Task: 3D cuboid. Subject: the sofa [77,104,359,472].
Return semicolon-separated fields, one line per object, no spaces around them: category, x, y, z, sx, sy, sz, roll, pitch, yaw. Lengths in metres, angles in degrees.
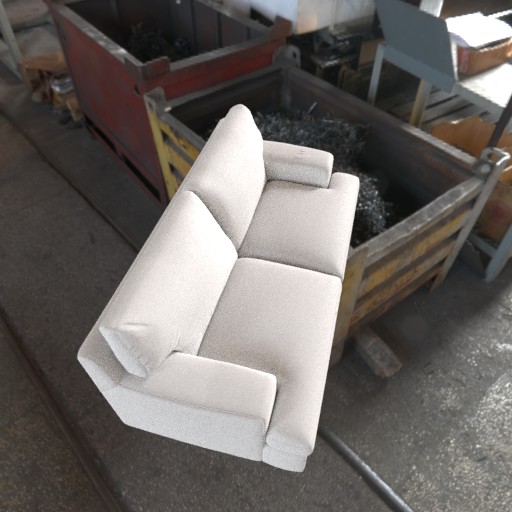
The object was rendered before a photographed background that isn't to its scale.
sofa;0.000;0.000;2.847;1.143;0.940;2.261;11;48;10
